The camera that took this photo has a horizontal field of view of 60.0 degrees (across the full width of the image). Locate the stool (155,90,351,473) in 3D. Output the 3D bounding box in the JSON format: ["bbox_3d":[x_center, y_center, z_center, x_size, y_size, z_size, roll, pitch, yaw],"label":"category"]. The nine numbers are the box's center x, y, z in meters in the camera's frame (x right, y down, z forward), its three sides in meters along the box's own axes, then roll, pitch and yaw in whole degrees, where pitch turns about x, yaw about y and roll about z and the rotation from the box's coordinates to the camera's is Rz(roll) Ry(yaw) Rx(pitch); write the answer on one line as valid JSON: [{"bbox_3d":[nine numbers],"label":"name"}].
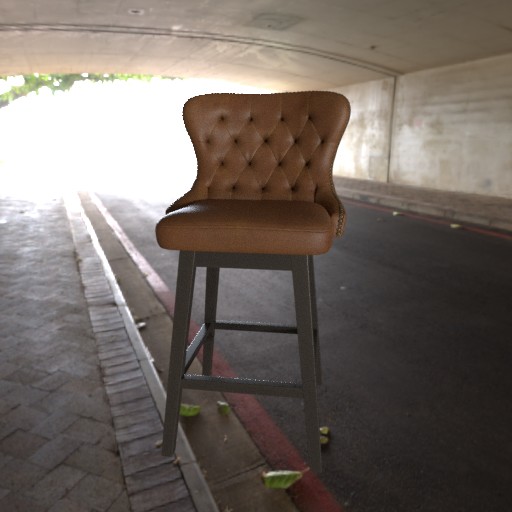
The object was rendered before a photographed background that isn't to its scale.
[{"bbox_3d":[0.000,0.000,1.318,0.528,0.971,0.593,2,15,8],"label":"stool"}]
